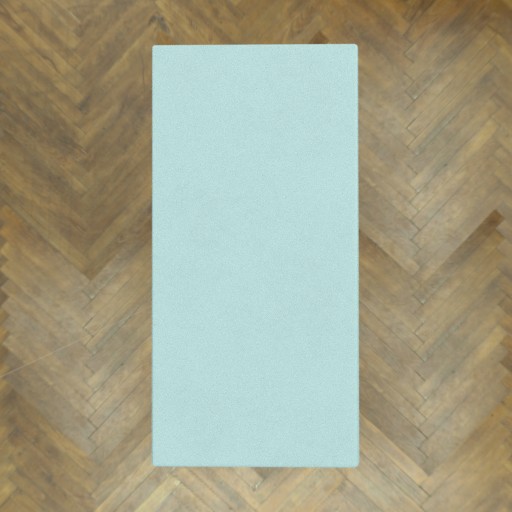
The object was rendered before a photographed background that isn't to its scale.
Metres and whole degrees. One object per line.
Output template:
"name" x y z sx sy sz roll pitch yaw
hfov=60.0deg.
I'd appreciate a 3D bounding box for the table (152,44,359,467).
"table" 0.000 0.000 1.464 0.580 0.487 1.171 0 90 1
